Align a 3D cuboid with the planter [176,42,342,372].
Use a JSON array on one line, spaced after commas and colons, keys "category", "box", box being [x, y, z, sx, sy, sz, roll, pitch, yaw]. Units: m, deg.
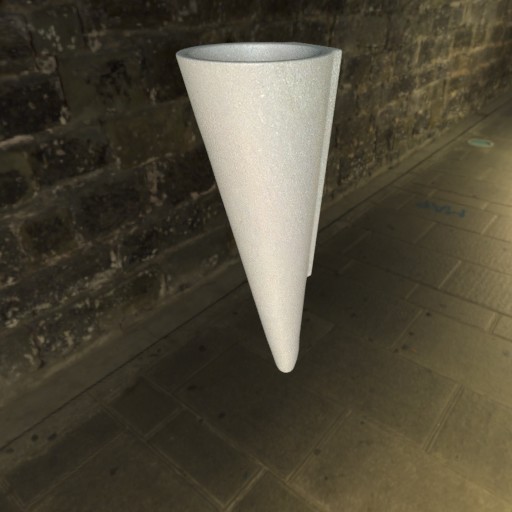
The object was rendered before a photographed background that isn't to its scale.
[{"category": "planter", "box": [0.000, 0.000, 0.226, 0.064, 0.191, 0.057, -21, 37, -30]}]
